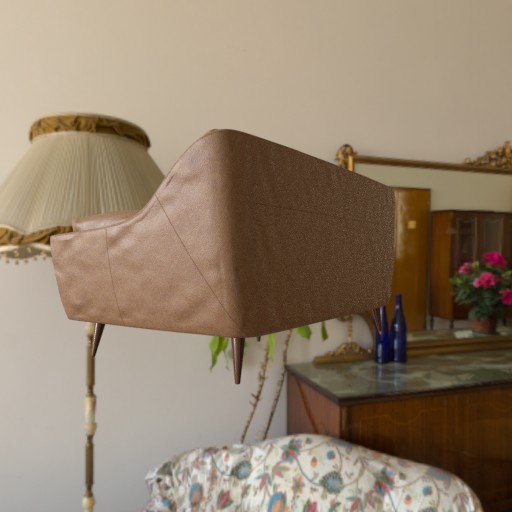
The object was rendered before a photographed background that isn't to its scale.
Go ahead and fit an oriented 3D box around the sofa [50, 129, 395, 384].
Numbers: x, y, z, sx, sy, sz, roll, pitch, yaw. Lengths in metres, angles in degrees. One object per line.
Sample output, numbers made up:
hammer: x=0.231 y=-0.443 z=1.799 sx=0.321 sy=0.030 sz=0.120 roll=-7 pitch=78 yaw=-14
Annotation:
sofa: x=0.000 y=0.000 z=2.309 sx=0.981 sy=0.886 sz=1.731 roll=0 pitch=0 yaw=36
